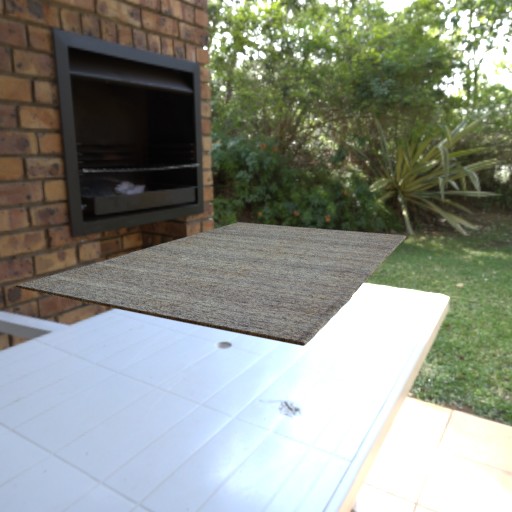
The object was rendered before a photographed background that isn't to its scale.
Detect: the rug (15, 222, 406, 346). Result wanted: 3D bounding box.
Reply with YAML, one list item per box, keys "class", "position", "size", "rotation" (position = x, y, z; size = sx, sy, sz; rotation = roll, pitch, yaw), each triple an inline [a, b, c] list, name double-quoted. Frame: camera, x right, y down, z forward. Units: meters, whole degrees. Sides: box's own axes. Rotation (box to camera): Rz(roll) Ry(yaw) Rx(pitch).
- class: "rug"
  position: [0.000, 0.000, 2.301]
  size: [1.243, 0.014, 1.846]
  rotation: [7, 15, 26]
